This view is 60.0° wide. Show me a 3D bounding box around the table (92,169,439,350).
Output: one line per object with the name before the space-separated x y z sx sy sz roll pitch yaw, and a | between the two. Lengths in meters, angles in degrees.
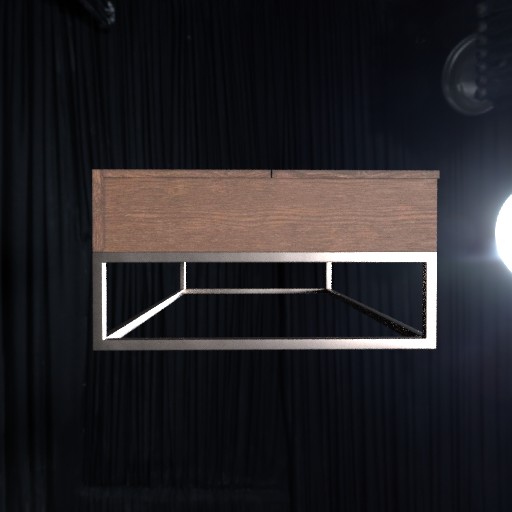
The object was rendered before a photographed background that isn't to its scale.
table | 0.000 0.000 1.473 0.719 0.361 1.167 0 1 -1
